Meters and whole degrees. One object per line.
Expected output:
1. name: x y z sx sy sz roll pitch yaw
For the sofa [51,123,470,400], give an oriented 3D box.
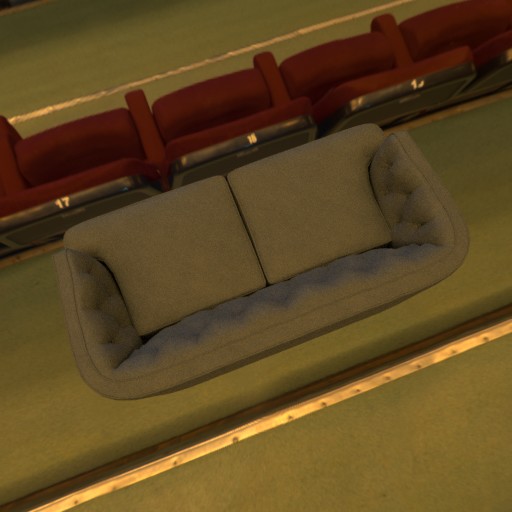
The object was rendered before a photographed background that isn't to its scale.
1. sofa: 0.000 0.000 2.194 1.733 0.855 0.941 -20 76 -5
